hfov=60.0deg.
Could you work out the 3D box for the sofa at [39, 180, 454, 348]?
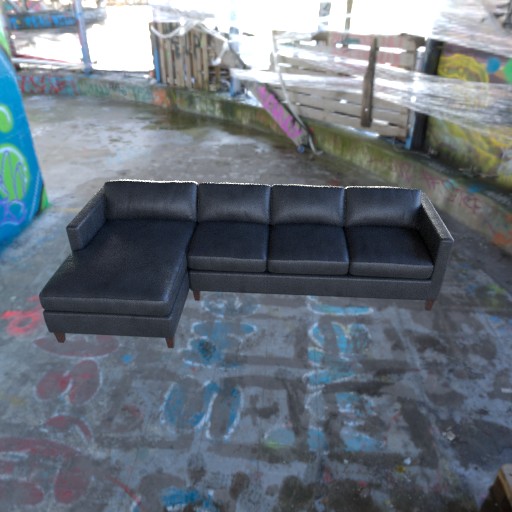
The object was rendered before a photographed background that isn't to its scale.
[{"bbox_3d":[0.000,0.000,3.898,3.203,0.883,1.581,2,32,3],"label":"sofa"}]
